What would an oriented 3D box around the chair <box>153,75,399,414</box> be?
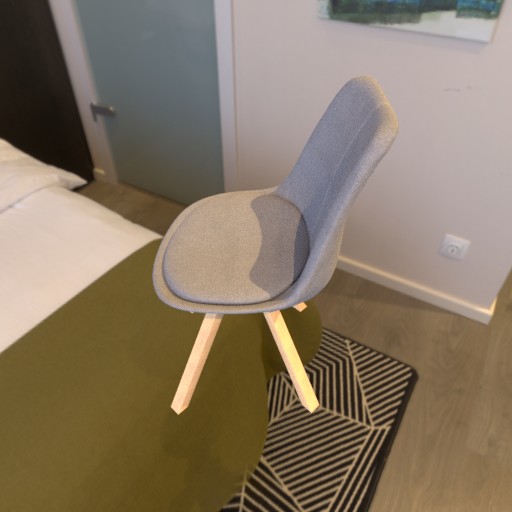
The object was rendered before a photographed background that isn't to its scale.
[{"bbox_3d":[0.000,0.000,1.185,0.549,0.863,0.474,0,42,0],"label":"chair"}]
